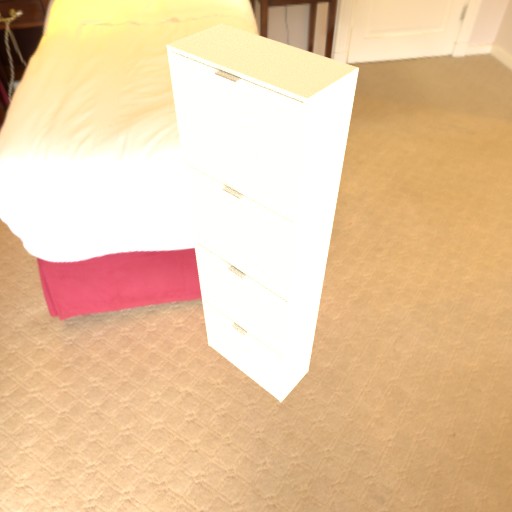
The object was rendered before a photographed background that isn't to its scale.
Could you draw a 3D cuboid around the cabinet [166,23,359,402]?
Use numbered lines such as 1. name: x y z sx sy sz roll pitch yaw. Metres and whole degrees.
1. cabinet: 0.000 0.000 1.844 0.520 1.630 0.255 32 54 27
